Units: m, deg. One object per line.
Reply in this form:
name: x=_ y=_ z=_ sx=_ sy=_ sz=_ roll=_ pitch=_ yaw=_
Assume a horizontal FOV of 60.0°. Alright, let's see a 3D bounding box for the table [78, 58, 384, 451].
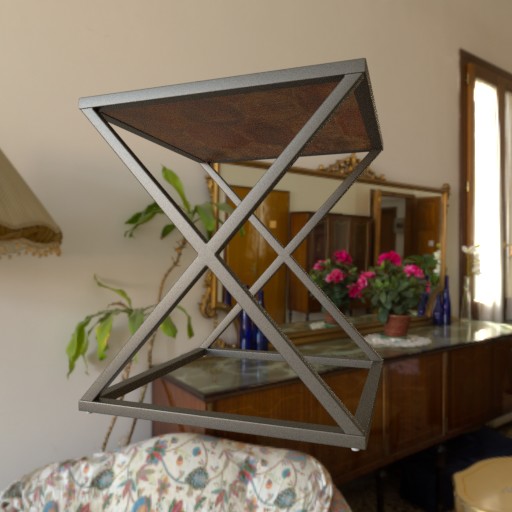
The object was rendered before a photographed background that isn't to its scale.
table: x=0.000 y=0.000 z=0.946 sx=0.500 sy=0.565 sz=0.500 roll=0 pitch=0 yaw=19
